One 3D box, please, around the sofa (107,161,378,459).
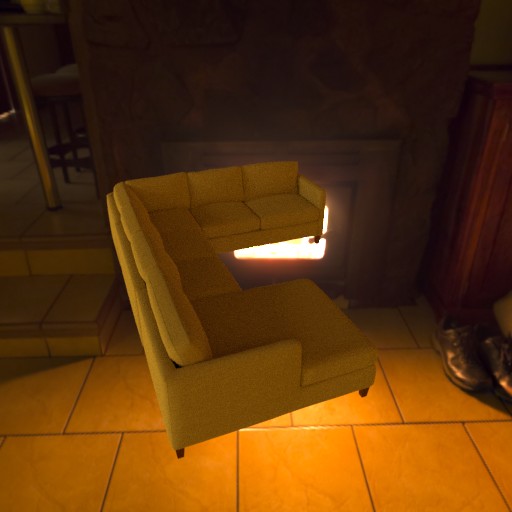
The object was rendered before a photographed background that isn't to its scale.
[{"bbox_3d":[0.000,0.000,4.548,2.594,0.961,3.460,-11,30,-19],"label":"sofa"}]
